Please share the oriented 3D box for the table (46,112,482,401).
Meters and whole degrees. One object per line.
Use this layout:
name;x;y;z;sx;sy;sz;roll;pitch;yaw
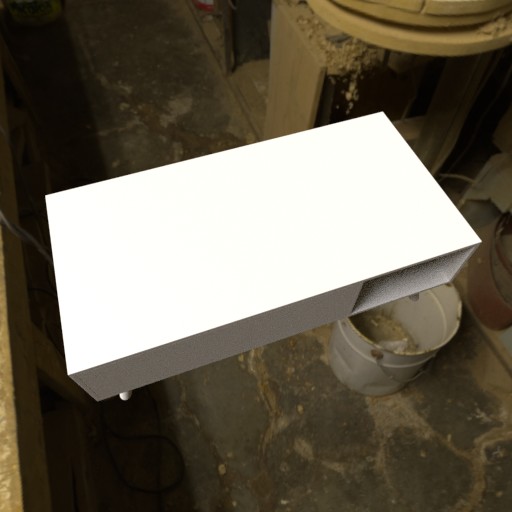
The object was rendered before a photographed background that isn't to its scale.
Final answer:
table;0.000;0.000;1.531;1.194;0.432;0.609;-17;59;-10
